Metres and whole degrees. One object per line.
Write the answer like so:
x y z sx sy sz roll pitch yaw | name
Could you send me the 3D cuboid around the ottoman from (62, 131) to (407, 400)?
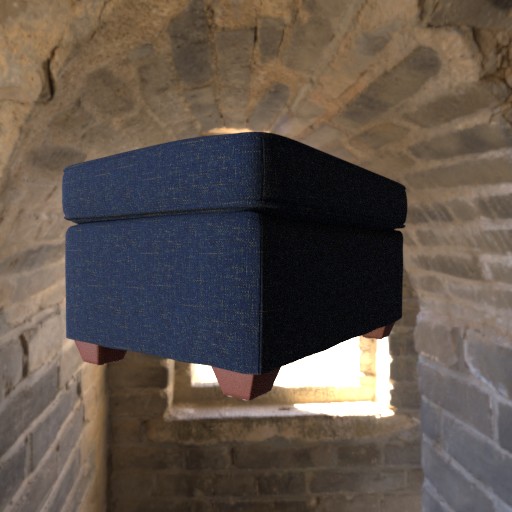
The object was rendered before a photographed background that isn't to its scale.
0.000 0.000 1.082 0.549 0.450 0.749 0 0 35 | ottoman
